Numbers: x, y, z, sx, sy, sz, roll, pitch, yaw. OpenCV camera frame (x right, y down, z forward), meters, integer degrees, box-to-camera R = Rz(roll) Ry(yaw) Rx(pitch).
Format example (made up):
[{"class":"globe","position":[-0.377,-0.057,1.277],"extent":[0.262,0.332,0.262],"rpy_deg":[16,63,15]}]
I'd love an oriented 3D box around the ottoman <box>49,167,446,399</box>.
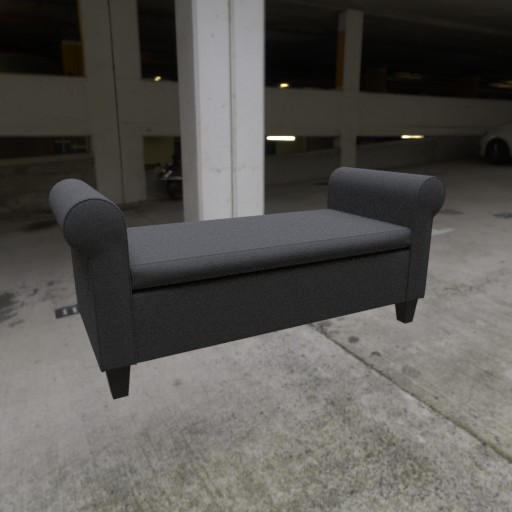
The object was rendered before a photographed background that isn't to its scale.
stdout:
[{"class":"ottoman","position":[0.000,0.000,1.559],"extent":[1.256,0.547,0.521],"rpy_deg":[-8,17,-26]}]
